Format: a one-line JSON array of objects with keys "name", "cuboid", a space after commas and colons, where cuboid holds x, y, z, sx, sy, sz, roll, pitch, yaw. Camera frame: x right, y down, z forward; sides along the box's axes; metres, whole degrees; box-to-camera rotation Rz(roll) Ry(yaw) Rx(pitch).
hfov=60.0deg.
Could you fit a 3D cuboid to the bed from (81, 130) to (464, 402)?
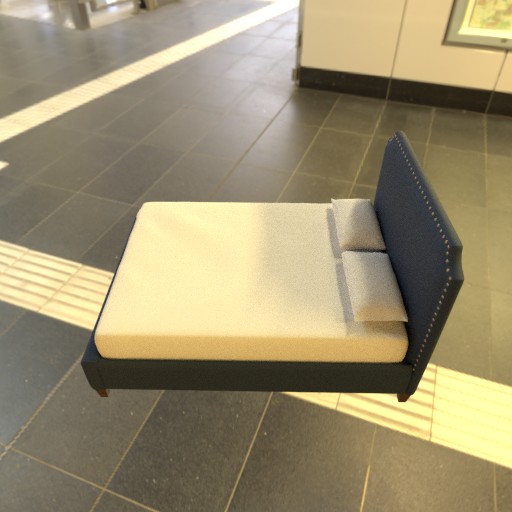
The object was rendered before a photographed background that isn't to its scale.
[{"name": "bed", "cuboid": [0.000, 0.000, 3.455, 2.372, 1.443, 1.712, 1, 41, 1]}]
